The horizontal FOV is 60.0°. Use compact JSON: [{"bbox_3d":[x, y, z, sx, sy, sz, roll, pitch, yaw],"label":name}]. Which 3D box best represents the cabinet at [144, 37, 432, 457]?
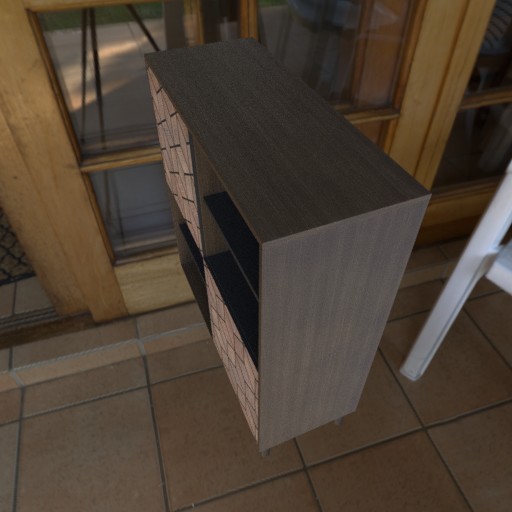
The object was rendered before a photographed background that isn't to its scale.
[{"bbox_3d":[0.000,0.000,1.647,0.400,1.170,1.010,-17,48,-16],"label":"cabinet"}]
